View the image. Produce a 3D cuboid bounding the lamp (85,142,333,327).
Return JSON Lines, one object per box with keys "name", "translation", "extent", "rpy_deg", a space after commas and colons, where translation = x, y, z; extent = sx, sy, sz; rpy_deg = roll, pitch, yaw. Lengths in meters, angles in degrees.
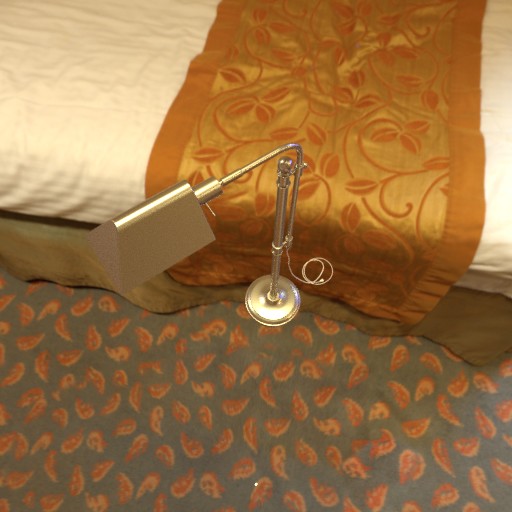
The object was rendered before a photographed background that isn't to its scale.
{"name": "lamp", "translation": [0.000, 0.000, 0.960], "extent": [0.546, 0.708, 0.159], "rpy_deg": [-31, 67, -15]}
